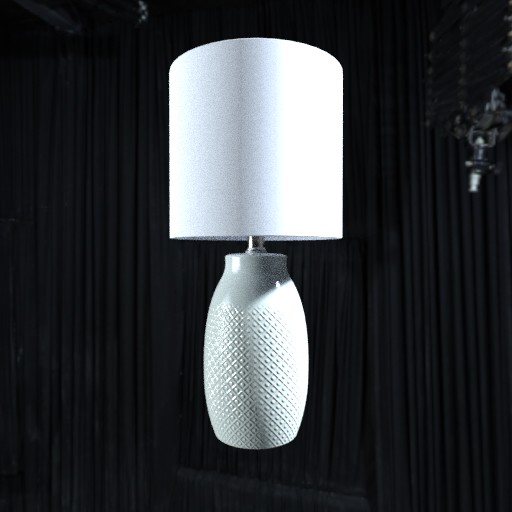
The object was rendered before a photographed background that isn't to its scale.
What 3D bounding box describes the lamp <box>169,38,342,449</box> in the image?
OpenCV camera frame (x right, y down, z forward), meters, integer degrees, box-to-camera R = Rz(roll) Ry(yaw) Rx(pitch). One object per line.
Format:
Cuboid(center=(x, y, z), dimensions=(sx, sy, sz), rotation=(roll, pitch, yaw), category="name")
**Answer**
Cuboid(center=(0.000, 0.000, 0.568), dimensions=(0.217, 0.453, 0.217), rotation=(0, 1, 17), category="lamp")
